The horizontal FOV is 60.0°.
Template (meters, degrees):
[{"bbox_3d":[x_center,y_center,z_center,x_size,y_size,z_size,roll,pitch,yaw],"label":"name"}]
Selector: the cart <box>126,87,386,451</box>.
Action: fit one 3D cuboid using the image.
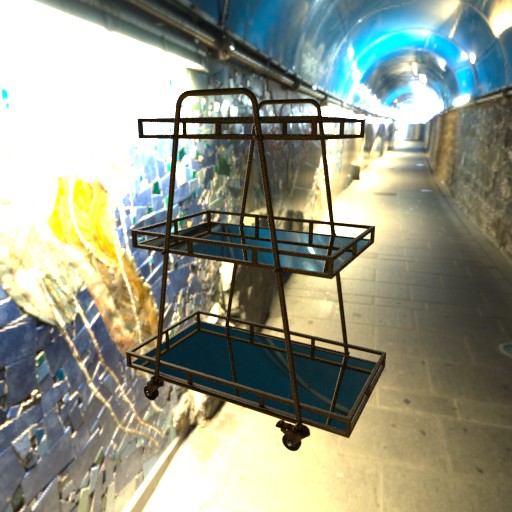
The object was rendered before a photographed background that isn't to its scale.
[{"bbox_3d":[0.000,0.000,1.288,0.711,0.883,0.441,8,18,27],"label":"cart"}]
